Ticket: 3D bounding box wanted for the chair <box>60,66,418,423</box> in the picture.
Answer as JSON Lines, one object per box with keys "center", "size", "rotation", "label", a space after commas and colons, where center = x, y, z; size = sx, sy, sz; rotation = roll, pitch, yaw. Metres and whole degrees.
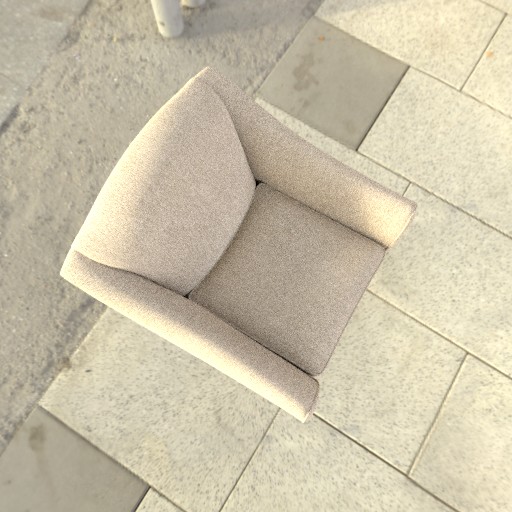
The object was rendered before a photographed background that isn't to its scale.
{"center": [0.000, 0.000, 1.487], "size": [0.787, 0.839, 0.763], "rotation": [29, 77, 8], "label": "chair"}
